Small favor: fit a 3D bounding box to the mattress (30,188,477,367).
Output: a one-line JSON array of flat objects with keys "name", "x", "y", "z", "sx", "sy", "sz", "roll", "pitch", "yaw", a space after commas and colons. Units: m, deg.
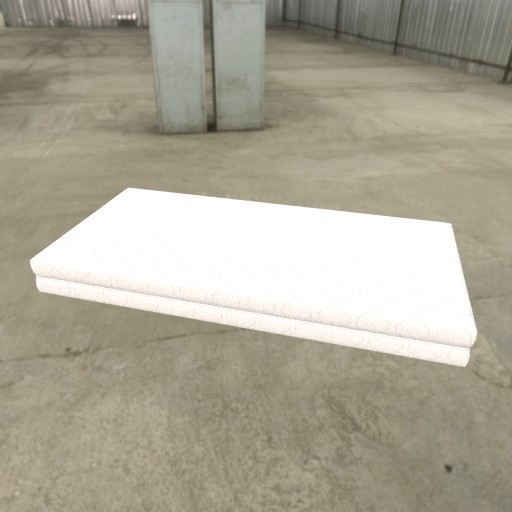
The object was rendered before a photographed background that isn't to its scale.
[{"name": "mattress", "x": 0.000, "y": 0.000, "z": 2.217, "sx": 1.900, "sy": 0.200, "sz": 0.900, "roll": 8, "pitch": 32, "yaw": 13}]
